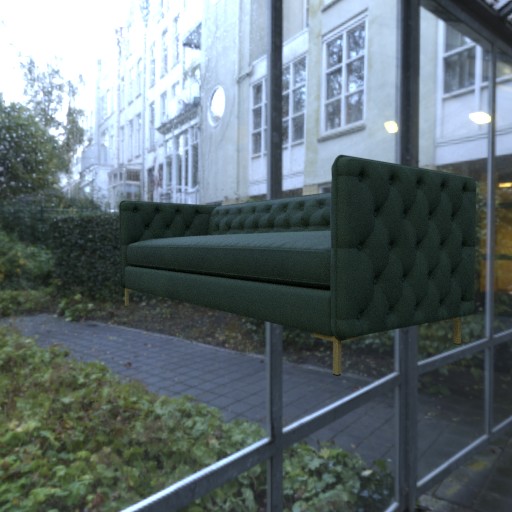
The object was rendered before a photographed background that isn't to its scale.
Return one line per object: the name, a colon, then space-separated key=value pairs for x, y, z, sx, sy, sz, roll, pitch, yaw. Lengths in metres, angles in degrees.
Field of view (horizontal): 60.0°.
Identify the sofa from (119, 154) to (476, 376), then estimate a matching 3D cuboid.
sofa: x=0.000 y=0.000 z=2.609 sx=0.895 sy=0.771 sz=2.209 roll=-1 pitch=2 yaw=-36
